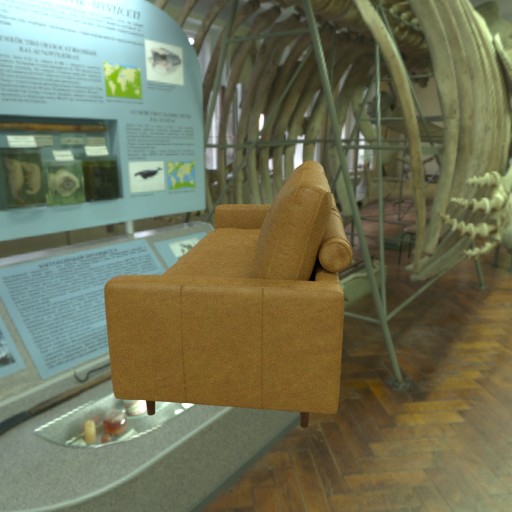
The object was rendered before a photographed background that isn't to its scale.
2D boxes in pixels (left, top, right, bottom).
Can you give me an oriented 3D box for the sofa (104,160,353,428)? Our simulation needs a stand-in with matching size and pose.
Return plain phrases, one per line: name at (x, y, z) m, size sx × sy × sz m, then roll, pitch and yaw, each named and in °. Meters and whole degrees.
sofa at (0.000, 0.000, 2.284) m, size 0.850 × 0.898 × 1.821 m, roll 2°, pitch 15°, yaw 7°
